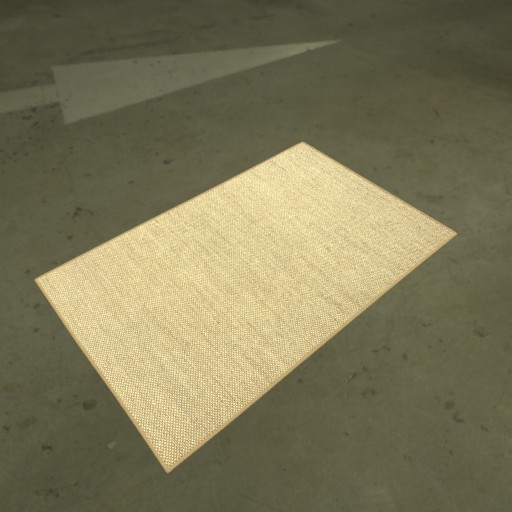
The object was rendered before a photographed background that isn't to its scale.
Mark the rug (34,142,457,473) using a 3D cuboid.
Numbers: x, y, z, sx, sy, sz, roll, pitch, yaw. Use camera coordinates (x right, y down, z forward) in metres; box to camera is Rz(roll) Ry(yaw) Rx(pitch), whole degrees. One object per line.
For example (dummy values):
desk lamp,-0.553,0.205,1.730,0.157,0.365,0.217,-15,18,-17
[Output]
rug,0.000,0.000,2.043,1.667,0.013,1.062,-32,55,-26
